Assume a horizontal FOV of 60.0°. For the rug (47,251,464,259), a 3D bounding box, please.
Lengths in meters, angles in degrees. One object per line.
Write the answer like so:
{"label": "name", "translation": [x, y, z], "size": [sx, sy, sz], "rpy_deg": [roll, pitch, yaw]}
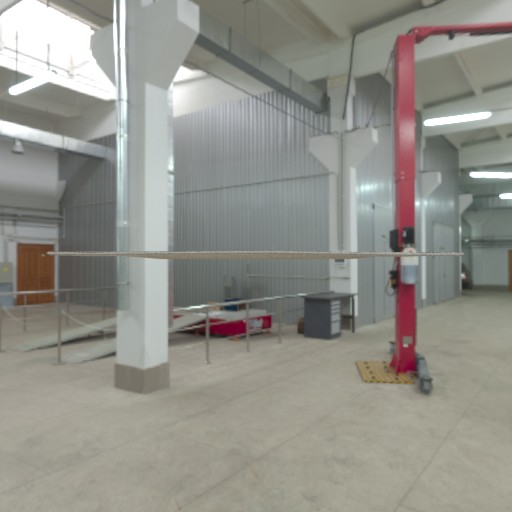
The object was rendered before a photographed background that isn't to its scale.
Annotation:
{"label": "rug", "translation": [0.000, 0.000, 4.169], "size": [2.434, 0.045, 3.202], "rpy_deg": [0, -1, 0]}
